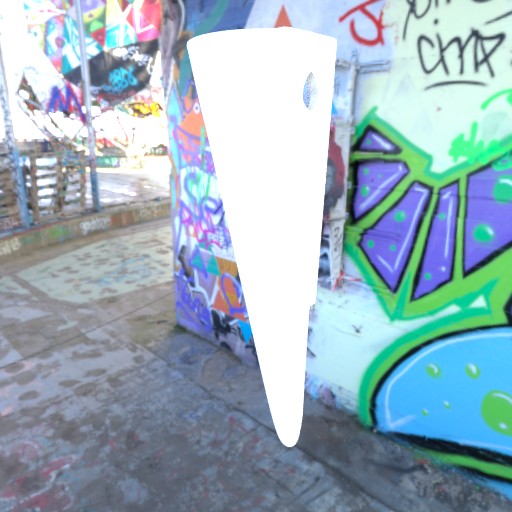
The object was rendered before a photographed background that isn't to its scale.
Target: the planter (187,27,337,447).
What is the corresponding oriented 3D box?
[{"bbox_3d":[0.000,0.000,0.220,0.057,0.193,0.064,-15,21,-42],"label":"planter"}]
